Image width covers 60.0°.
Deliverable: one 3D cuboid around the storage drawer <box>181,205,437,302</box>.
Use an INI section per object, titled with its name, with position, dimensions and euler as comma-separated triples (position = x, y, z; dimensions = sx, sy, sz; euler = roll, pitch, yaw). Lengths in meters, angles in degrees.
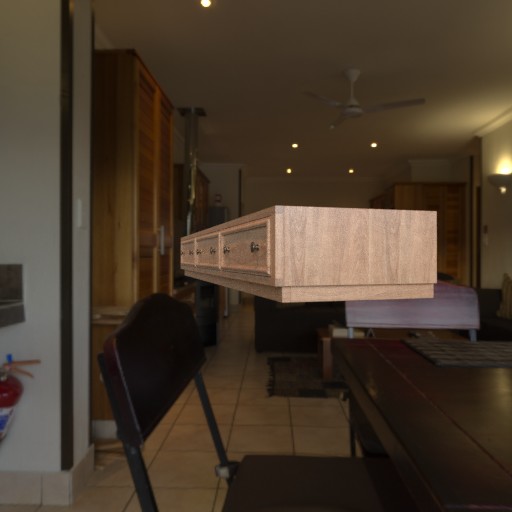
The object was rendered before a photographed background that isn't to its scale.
[storage drawer]
position = 0.000, 0.000, 2.238
dimensions = 0.538, 0.264, 2.032
euler = 0, 0, -17
